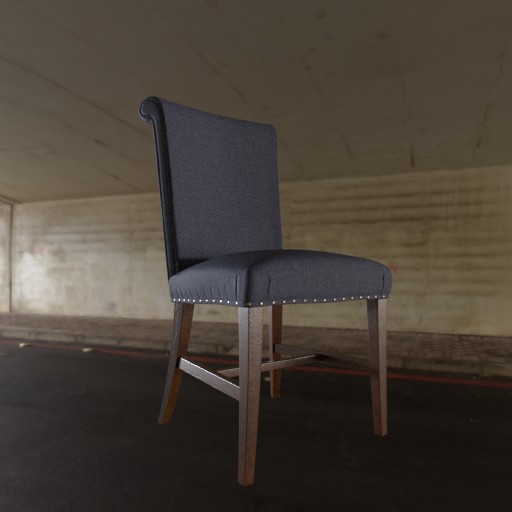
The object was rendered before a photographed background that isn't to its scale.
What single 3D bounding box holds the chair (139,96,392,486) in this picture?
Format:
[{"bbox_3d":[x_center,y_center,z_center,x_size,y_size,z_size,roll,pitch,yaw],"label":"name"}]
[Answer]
[{"bbox_3d":[0.000,0.000,1.313,0.513,0.988,0.608,1,-2,-37],"label":"chair"}]
